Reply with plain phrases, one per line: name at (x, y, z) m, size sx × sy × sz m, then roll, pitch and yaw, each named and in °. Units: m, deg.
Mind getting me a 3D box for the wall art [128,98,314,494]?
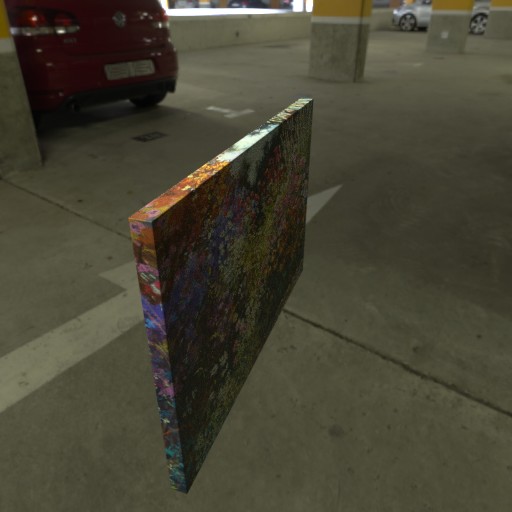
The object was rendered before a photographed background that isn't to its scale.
wall art at (0.000, 0.000, 1.113) m, size 0.037 × 0.604 × 0.908 m, roll 10°, pitch 32°, yaw 17°
